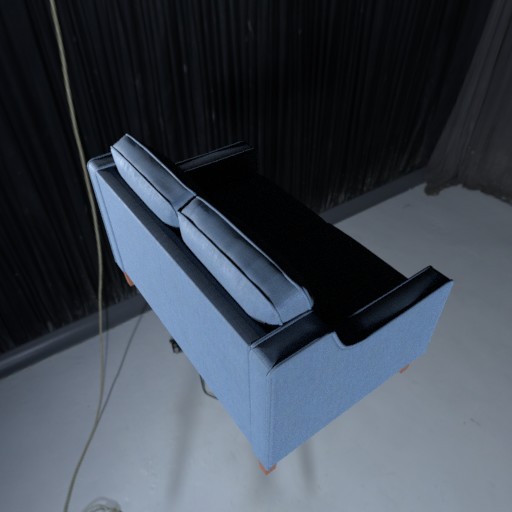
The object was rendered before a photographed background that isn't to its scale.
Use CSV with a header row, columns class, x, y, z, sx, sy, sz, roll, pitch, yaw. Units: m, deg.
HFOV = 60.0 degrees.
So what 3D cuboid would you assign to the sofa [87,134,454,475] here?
class,x,y,z,sx,sy,sz,roll,pitch,yaw
sofa,0.000,0.000,2.168,0.987,0.971,1.501,-26,48,-26
